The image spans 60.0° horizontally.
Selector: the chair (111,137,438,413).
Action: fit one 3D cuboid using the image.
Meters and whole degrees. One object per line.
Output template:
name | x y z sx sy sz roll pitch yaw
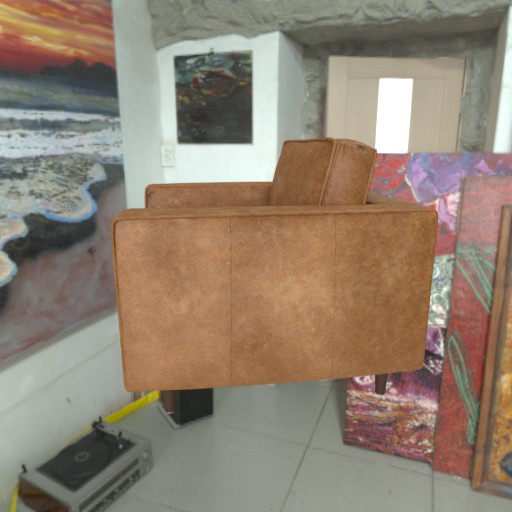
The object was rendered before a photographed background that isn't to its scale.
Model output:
chair | 0.000 0.000 1.497 0.798 0.767 0.928 -2 14 -8
